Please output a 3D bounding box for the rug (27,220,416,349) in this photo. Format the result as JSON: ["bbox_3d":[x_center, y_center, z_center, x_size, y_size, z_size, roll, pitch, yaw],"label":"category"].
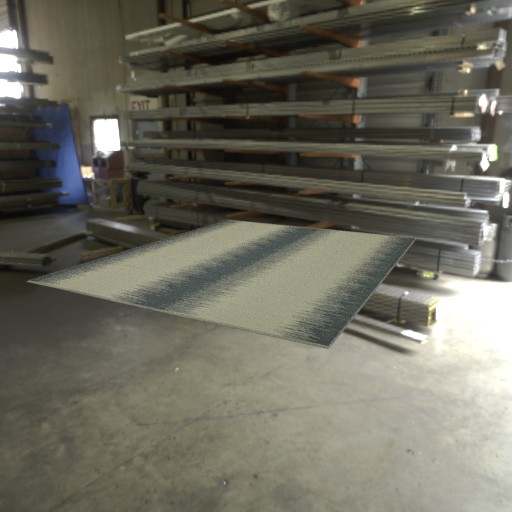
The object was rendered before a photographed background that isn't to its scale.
[{"bbox_3d":[0.000,0.000,4.183,2.453,0.004,3.037,8,17,27],"label":"rug"}]
